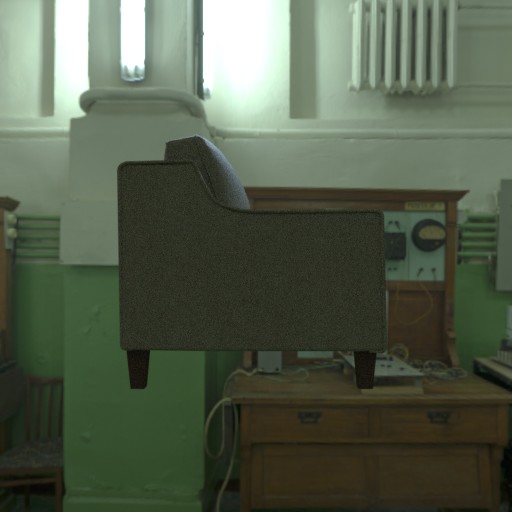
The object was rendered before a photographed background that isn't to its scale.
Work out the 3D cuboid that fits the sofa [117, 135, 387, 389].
[{"bbox_3d":[0.000,0.000,2.799,1.073,1.074,2.181,0,0,0],"label":"sofa"}]
